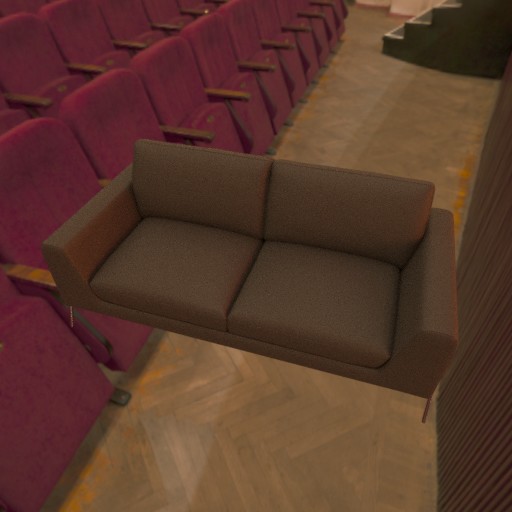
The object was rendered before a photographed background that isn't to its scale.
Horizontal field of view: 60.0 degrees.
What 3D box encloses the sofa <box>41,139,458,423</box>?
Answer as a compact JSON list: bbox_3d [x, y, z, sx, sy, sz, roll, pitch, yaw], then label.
[{"bbox_3d":[0.000,0.000,2.440,2.017,0.875,0.953,12,41,14],"label":"sofa"}]
